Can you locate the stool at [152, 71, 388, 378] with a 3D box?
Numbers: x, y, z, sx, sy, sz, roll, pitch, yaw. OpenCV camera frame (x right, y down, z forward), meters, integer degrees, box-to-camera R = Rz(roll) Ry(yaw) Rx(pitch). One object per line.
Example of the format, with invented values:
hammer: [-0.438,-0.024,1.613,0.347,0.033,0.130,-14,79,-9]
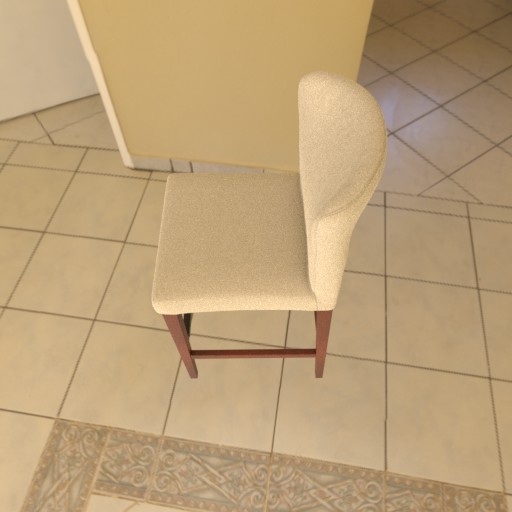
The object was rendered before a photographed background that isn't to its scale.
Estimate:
stool: [0.000,0.000,1.401,0.568,1.069,0.479,-1,57,0]
